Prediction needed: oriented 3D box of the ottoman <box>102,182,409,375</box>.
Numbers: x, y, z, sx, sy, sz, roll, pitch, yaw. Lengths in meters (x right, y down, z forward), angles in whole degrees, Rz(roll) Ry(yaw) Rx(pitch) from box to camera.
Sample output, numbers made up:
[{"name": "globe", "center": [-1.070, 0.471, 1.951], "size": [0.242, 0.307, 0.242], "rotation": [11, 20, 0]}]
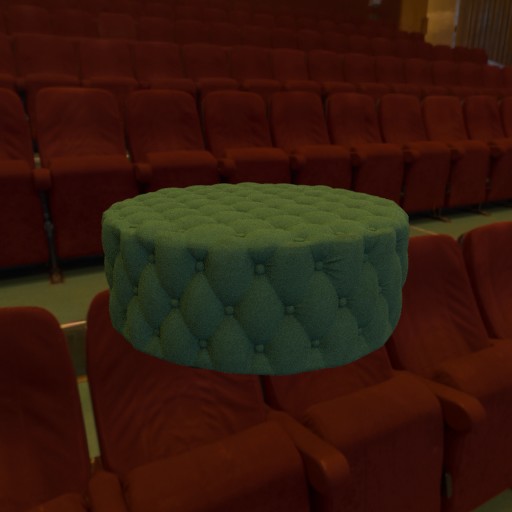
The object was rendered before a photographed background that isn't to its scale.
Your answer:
[{"name": "ottoman", "center": [0.000, 0.000, 1.526], "size": [0.998, 0.399, 0.998], "rotation": [0, 17, 0]}]
